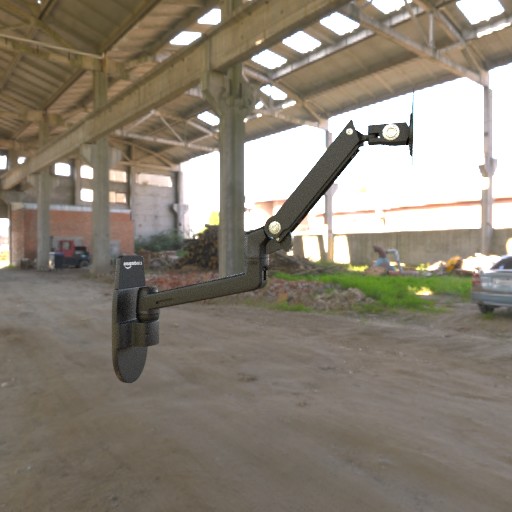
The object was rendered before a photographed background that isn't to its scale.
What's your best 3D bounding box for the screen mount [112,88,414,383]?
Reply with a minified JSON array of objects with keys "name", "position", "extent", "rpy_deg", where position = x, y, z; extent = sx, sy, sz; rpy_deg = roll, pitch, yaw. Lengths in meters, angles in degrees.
[{"name":"screen mount","position":[0.000,0.000,0.743],"extent":[0.495,0.466,0.115],"rpy_deg":[0,1,18]}]
